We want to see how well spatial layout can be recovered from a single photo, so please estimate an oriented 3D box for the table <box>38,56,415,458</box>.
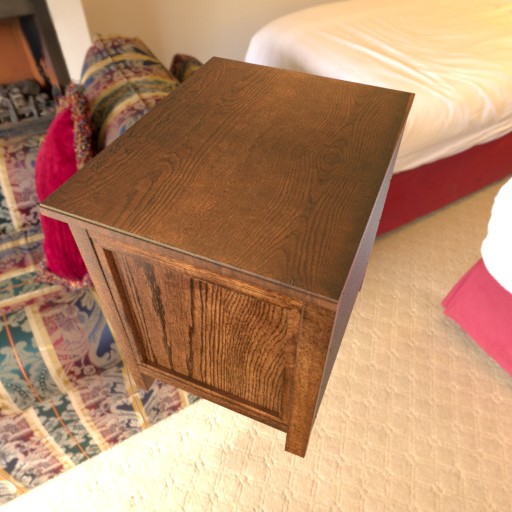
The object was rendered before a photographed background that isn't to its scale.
[{"bbox_3d":[0.000,0.000,0.997,0.461,0.597,0.586,17,49,16],"label":"table"}]
